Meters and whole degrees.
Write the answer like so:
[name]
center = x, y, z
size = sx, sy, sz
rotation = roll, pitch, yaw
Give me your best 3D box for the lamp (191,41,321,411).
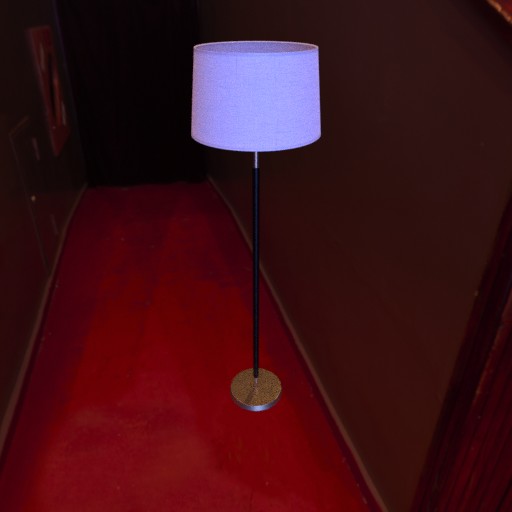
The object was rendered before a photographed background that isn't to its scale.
[lamp]
center = 0.000, 0.000, 1.686
size = 0.420, 1.447, 0.420
rotation = 0, 30, 0
